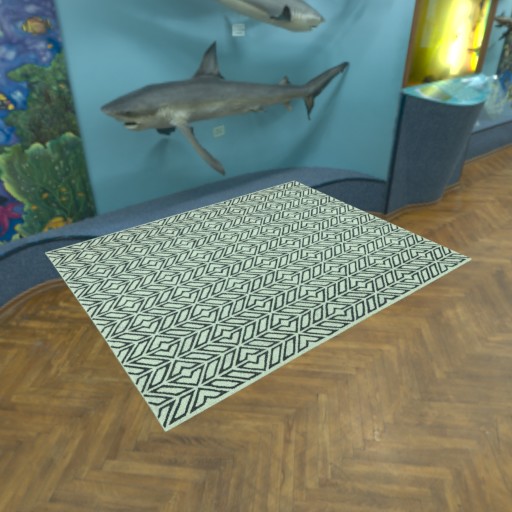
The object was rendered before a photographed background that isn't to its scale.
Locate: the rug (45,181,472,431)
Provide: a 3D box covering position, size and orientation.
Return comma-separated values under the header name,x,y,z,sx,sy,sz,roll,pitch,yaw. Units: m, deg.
name,x,y,z,sx,sy,sz,roll,pitch,yaw
rug,0.000,0.000,4.034,3.045,0.008,2.421,-21,36,-31
